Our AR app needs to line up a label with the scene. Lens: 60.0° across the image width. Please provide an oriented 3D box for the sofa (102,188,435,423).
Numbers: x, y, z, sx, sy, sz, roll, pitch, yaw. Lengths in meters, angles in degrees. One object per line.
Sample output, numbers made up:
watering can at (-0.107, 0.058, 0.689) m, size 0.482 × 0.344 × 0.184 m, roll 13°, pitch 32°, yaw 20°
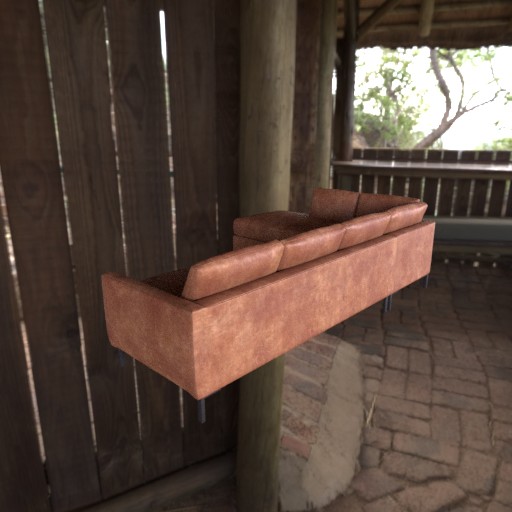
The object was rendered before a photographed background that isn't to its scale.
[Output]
sofa at (0.000, 0.000, 3.848) m, size 1.938 × 0.877 × 2.984 m, roll 15°, pitch 21°, yaw 41°
